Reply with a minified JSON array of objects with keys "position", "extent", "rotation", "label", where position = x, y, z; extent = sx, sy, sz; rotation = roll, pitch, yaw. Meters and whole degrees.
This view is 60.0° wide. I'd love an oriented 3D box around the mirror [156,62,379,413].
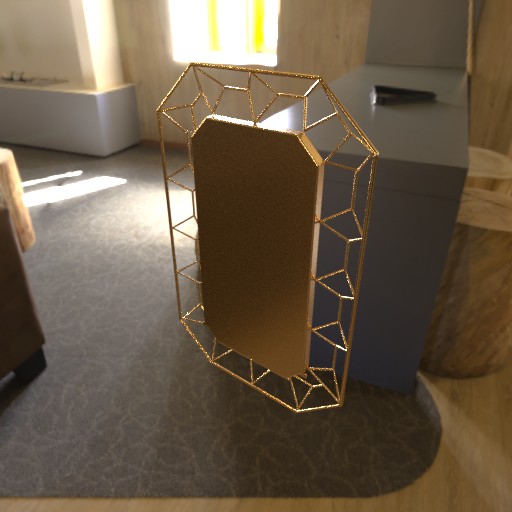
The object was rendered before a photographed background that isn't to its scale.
[{"position":[0.000,0.000,1.101],"extent":[0.572,0.870,0.051],"rotation":[21,36,32],"label":"mirror"}]
